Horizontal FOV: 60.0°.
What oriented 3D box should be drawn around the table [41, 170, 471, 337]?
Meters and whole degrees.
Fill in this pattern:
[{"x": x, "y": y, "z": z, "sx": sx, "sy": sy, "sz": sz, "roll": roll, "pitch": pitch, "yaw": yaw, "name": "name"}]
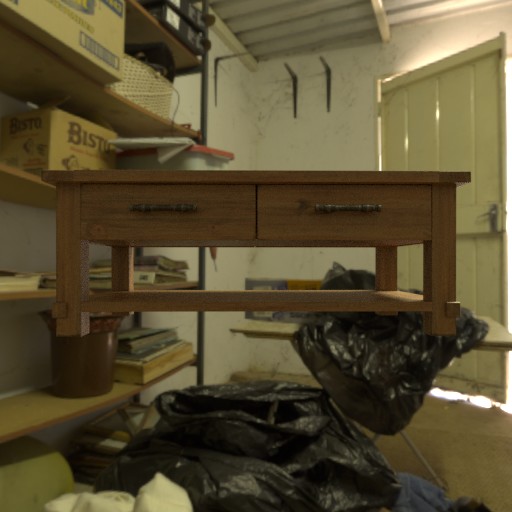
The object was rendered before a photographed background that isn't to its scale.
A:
[{"x": 0.000, "y": 0.000, "z": 1.640, "sx": 1.270, "sy": 0.494, "sz": 0.693, "roll": 0, "pitch": -1, "yaw": -1, "name": "table"}]
